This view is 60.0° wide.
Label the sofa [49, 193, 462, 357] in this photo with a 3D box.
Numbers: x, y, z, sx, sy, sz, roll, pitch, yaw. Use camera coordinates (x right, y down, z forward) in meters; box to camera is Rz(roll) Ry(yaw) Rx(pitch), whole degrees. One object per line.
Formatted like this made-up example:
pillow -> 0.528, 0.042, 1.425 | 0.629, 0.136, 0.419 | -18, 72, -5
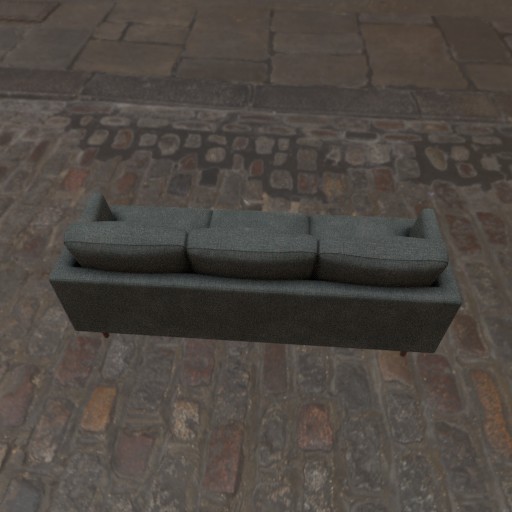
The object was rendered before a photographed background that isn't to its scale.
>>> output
sofa -> 0.000, 0.000, 2.806 | 2.246, 0.930, 0.903 | 3, 47, 3
